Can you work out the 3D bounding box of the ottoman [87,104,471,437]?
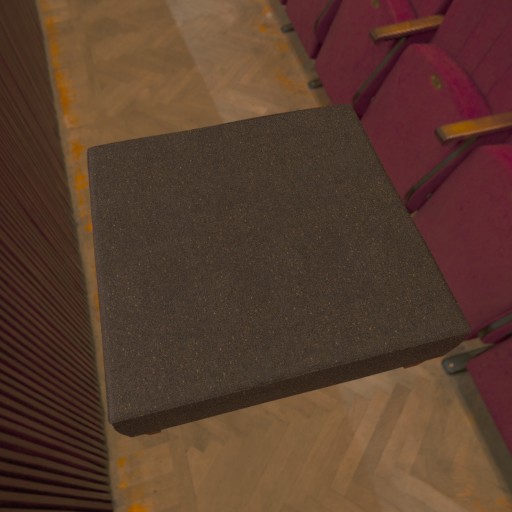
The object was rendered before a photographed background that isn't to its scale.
[{"bbox_3d":[0.000,0.000,1.536,1.004,0.382,0.968,-12,60,-7],"label":"ottoman"}]
